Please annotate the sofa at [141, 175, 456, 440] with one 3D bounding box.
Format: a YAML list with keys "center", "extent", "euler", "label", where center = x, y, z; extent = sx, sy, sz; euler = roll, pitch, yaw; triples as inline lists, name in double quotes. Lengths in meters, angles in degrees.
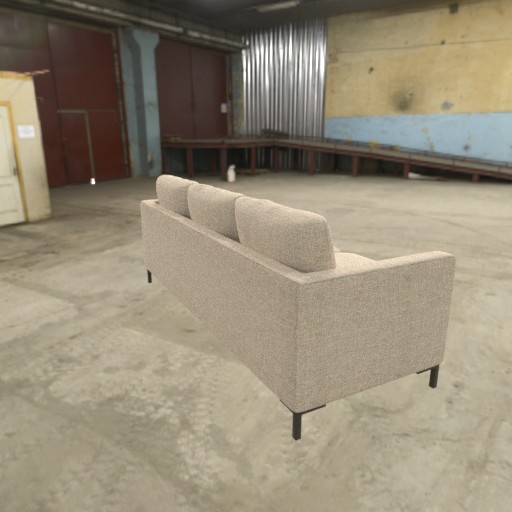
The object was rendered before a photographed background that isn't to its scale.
- center: [0.000, 0.000, 2.744]
  extent: [0.859, 0.874, 2.218]
  euler: [-8, 18, -27]
  label: "sofa"
